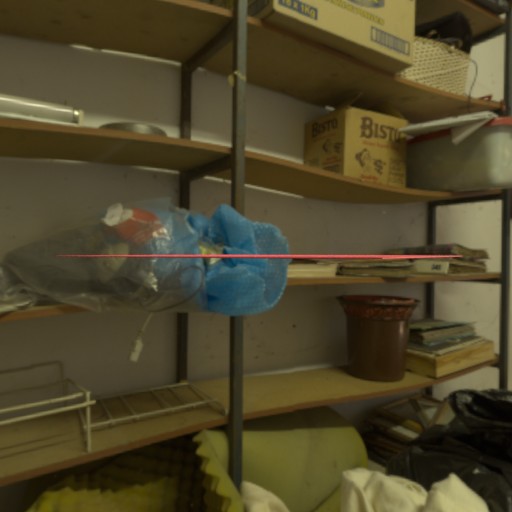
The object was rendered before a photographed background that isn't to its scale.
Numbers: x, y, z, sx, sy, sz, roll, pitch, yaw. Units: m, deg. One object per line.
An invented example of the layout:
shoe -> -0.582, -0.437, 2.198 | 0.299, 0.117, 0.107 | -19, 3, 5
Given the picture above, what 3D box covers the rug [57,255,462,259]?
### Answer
rug -> 0.000, 0.000, 2.377 | 1.814, 0.008, 1.209 | 0, 0, 35
